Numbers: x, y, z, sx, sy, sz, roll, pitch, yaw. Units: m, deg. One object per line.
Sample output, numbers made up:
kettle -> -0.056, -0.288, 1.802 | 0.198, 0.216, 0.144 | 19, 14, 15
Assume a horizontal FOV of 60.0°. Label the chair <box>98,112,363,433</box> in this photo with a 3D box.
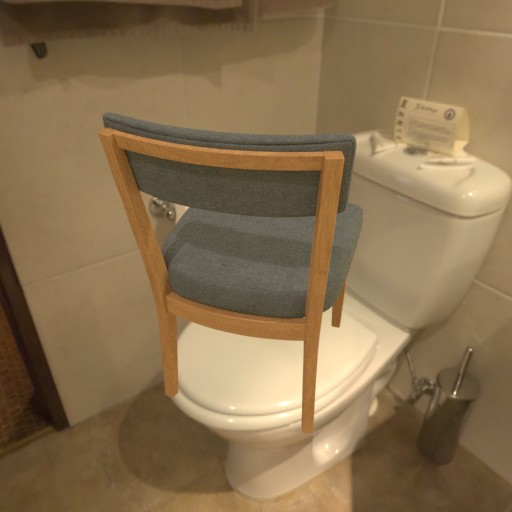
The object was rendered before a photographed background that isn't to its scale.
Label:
chair -> 0.000, 0.000, 1.185 | 0.508, 0.832, 0.572 | 10, 34, 14
